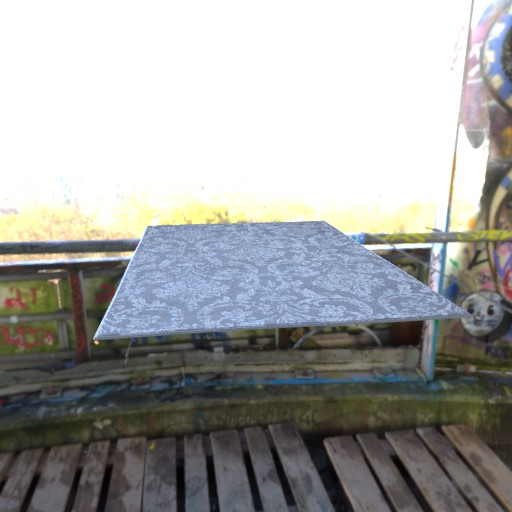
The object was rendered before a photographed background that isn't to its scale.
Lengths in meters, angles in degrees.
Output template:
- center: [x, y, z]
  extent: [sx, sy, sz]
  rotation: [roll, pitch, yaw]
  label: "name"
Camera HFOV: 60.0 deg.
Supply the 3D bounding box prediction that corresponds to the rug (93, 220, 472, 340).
- center: [0.000, 0.000, 2.862]
  extent: [1.578, 0.014, 2.206]
  rotation: [-2, 16, -8]
  label: "rug"
